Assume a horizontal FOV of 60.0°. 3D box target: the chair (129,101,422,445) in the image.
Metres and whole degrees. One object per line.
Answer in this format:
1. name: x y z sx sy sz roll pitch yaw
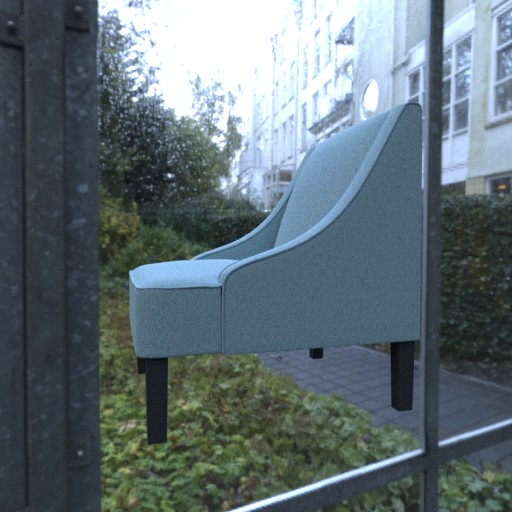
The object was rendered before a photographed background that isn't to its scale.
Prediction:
1. chair: 0.000 0.000 1.876 1.025 1.133 0.857 -1 2 -17
